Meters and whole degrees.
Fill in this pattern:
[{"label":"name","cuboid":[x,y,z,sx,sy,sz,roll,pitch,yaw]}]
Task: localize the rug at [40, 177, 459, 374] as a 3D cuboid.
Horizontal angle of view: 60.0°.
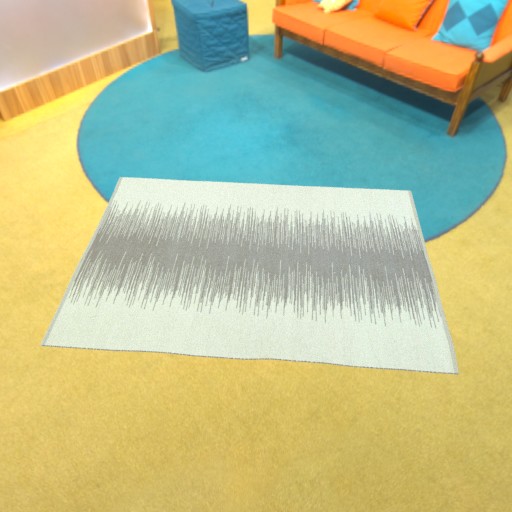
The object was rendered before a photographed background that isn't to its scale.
[{"label":"rug","cuboid":[0.000,0.000,2.319,1.815,0.007,1.226,3,47,3]}]
